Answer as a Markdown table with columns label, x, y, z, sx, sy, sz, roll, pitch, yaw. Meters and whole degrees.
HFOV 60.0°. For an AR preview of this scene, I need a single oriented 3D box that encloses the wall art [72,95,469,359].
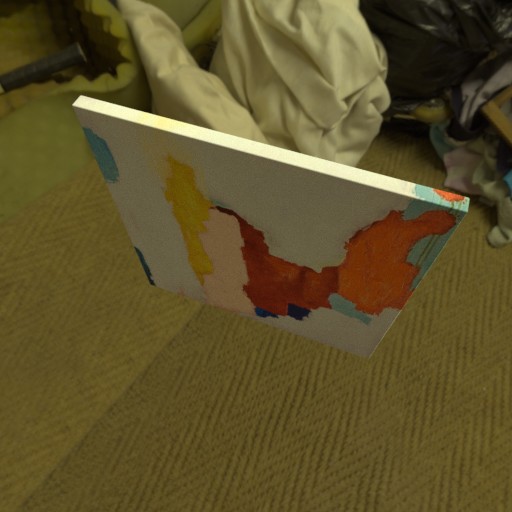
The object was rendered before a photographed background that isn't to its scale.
| label | x | y | z | sx | sy | sz | roll | pitch | yaw |
| --- | --- | --- | --- | --- | --- | --- | --- | --- | --- |
| wall art | 0.000 | 0.000 | 1.518 | 1.017 | 1.017 | 0.044 | 17 | 60 | 10 |
